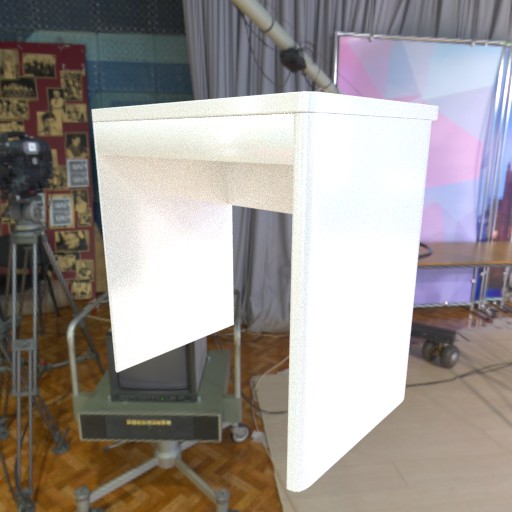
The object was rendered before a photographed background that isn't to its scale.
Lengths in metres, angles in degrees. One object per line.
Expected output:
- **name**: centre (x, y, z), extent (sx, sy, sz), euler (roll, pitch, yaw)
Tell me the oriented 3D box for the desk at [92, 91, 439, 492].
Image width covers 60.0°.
- **desk**: centre (0.000, 0.000, 1.263), extent (0.762, 0.800, 0.549), euler (14, 20, 42)
